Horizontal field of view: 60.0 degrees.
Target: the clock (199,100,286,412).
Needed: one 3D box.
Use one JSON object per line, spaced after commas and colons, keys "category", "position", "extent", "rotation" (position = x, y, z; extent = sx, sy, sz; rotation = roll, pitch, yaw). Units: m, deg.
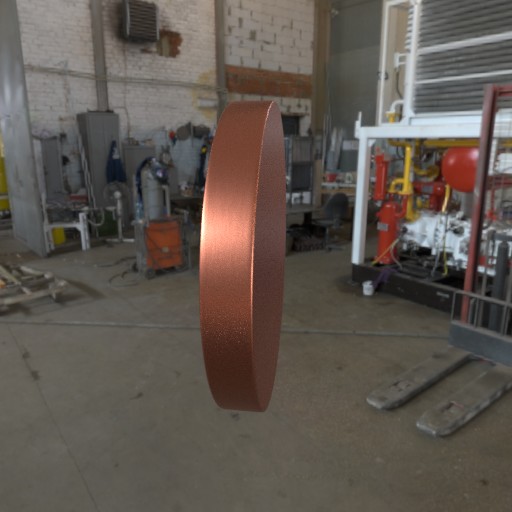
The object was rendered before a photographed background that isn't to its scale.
{"category": "clock", "position": [0.000, 0.000, 0.474], "extent": [0.040, 0.313, 0.313], "rotation": [2, 15, 8]}
